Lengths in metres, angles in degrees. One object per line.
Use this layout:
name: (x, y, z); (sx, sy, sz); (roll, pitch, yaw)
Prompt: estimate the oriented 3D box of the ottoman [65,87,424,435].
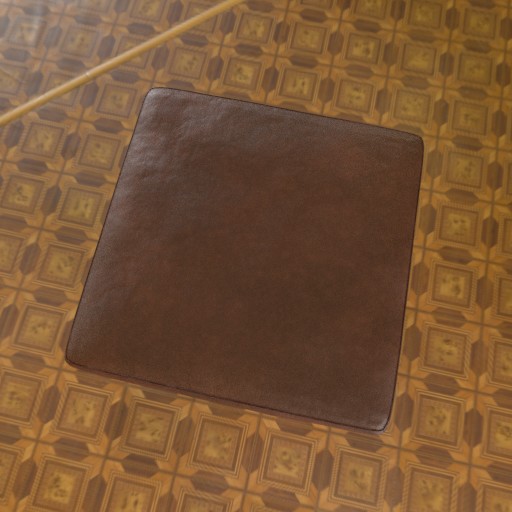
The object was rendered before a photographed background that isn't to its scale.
ottoman: (0.000, 0.000, 1.318); (0.836, 0.415, 0.844); (12, 75, 3)
